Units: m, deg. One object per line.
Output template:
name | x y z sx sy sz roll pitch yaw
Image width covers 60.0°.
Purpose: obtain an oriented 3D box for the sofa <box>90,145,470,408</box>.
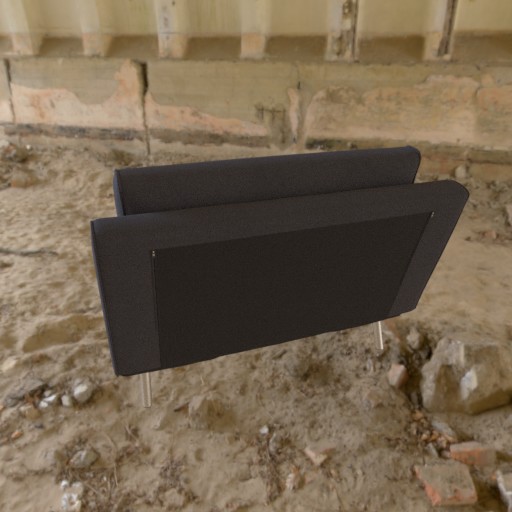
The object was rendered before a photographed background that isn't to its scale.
sofa | 0.000 0.000 1.813 1.220 0.910 0.910 -9 26 -18
